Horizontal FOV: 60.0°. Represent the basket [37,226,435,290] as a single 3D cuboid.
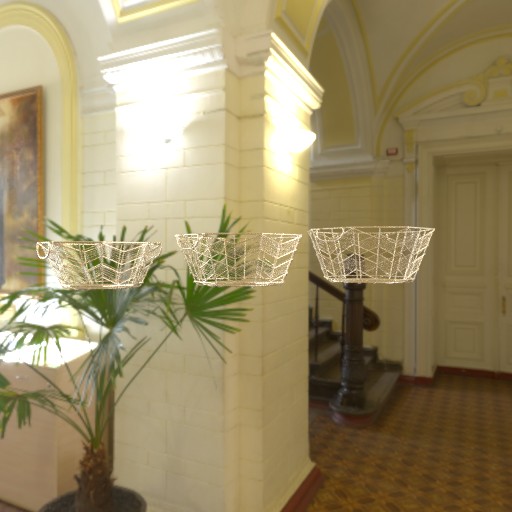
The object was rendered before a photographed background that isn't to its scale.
[{"bbox_3d":[0.000,0.000,1.397,1.246,0.178,0.432,0,0,-19],"label":"basket"}]
